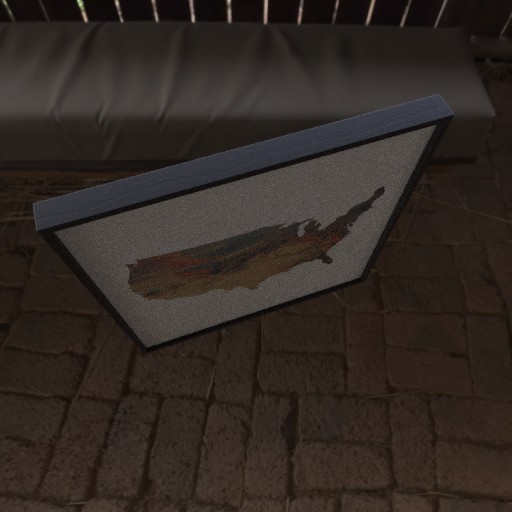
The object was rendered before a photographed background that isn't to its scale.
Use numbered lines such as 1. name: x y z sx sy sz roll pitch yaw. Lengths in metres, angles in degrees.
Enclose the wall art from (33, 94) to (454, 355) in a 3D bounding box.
1. wall art: 0.000 0.000 0.743 0.507 0.507 0.038 -17 64 -9
